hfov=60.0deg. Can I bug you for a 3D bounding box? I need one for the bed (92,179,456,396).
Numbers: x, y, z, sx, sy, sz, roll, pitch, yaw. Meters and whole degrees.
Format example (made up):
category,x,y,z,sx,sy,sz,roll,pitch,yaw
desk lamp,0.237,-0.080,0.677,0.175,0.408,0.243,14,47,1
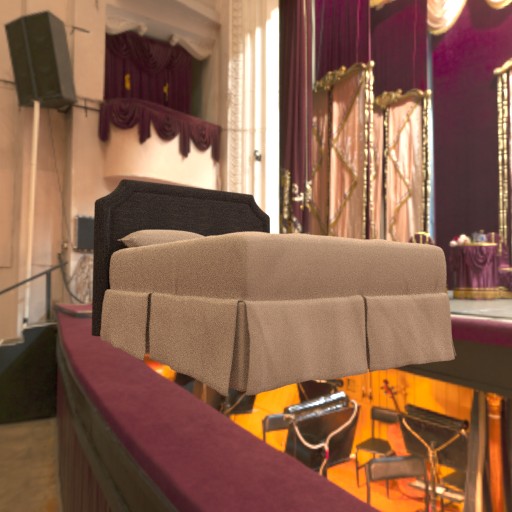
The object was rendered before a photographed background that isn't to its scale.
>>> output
category,x,y,z,sx,sy,sz,roll,pitch,yaw
bed,0.000,0.000,3.114,1.693,1.290,2.116,2,-3,-35
